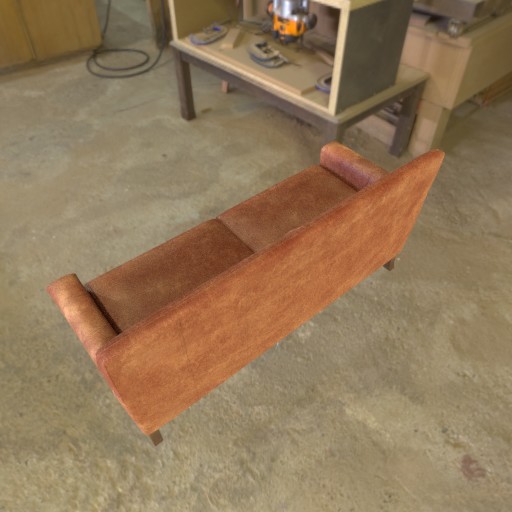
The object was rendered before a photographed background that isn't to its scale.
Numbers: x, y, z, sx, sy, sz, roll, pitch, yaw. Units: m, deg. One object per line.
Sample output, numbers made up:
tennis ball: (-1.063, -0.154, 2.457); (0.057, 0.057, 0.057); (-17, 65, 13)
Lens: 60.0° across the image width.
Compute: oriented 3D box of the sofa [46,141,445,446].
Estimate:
sofa: (0.000, 0.000, 2.516); (2.053, 0.947, 0.805); (-31, 54, -26)
